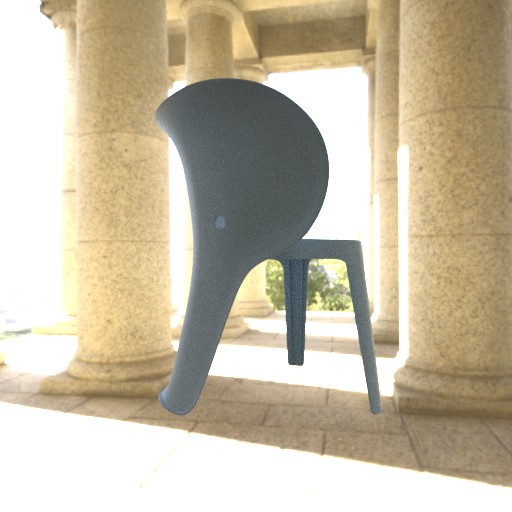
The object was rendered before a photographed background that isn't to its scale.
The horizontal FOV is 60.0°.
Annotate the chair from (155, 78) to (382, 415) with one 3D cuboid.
[{"bbox_3d":[0.000,0.000,0.901,0.402,0.554,0.451,0,-1,-18],"label":"chair"}]
